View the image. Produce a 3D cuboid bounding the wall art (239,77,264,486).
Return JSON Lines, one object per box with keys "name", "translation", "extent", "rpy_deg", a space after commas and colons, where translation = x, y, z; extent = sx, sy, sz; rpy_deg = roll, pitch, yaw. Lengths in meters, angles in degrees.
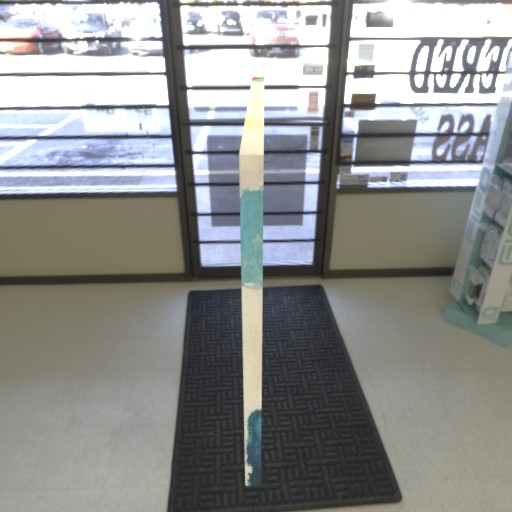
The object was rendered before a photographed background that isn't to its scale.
{"name": "wall art", "translation": [0.000, 0.000, 1.220], "extent": [0.037, 0.814, 0.814], "rpy_deg": [0, 30, 1]}
